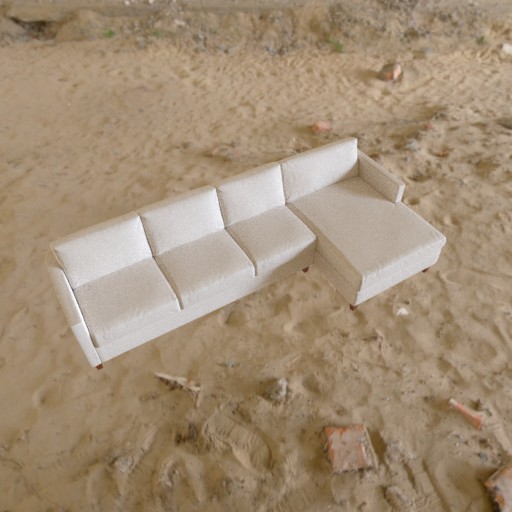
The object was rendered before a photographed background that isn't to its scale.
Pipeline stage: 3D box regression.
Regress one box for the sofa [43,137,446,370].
[{"bbox_3d":[0.000,0.000,4.240,3.471,0.954,1.606,-24,51,-21],"label":"sofa"}]
